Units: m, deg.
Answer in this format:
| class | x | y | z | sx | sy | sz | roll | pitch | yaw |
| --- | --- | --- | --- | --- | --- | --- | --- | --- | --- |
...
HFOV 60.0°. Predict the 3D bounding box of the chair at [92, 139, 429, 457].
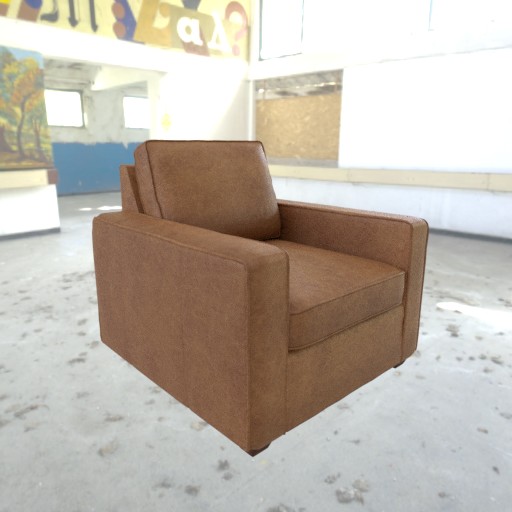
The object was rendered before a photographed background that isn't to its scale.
| class | x | y | z | sx | sy | sz | roll | pitch | yaw |
| --- | --- | --- | --- | --- | --- | --- | --- | --- | --- |
| chair | 0.000 | 0.000 | 1.773 | 1.027 | 0.901 | 0.987 | 14 | 20 | 43 |
